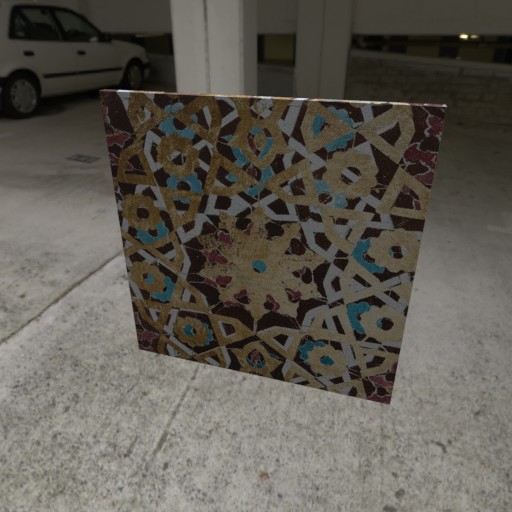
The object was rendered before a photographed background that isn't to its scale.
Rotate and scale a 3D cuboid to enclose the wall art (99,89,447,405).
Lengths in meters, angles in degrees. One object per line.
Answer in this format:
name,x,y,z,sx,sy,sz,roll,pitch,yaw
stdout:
wall art,0.000,0.000,1.116,0.757,0.762,0.028,8,29,15
